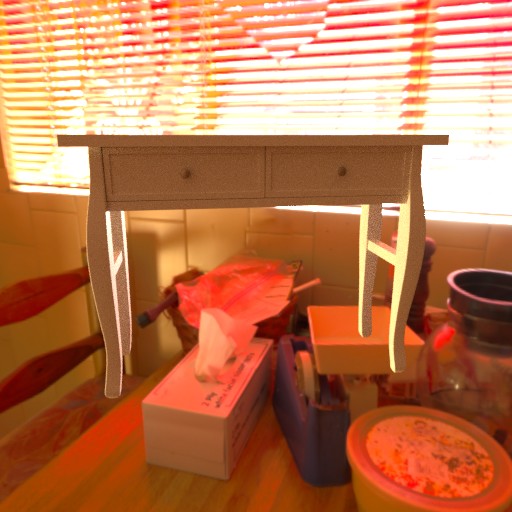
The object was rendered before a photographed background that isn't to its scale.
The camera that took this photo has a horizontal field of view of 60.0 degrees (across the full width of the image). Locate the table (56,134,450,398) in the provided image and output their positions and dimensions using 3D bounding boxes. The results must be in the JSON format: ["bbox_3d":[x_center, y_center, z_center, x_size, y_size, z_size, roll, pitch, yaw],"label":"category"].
[{"bbox_3d":[0.000,0.000,1.451,1.062,0.768,0.373,-3,16,-9],"label":"table"}]
